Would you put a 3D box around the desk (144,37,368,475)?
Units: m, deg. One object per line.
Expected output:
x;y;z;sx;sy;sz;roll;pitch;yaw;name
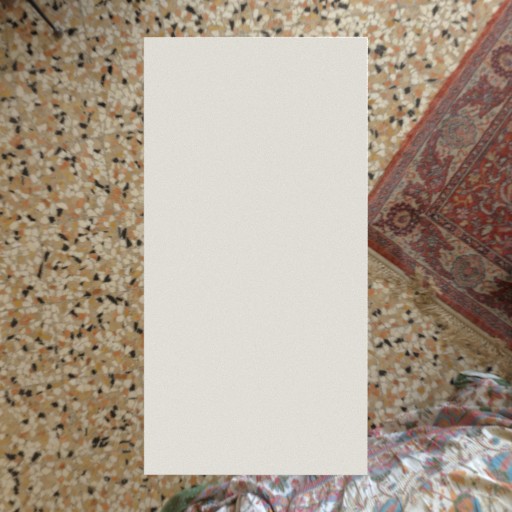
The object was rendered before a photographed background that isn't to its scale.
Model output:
0.000;0.000;1.477;0.560;0.735;1.097;0;90;0;desk
